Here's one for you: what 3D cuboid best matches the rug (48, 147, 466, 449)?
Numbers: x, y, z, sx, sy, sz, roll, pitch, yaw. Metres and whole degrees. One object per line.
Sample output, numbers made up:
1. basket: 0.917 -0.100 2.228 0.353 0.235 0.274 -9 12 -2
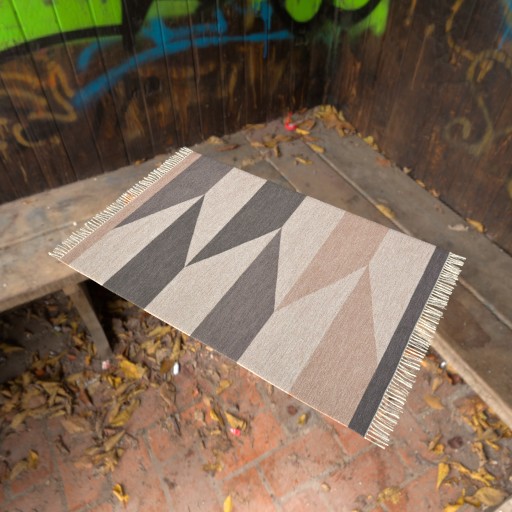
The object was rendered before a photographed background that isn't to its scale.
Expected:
1. rug: 0.000 0.000 2.483 2.021 0.027 1.224 25 53 21
